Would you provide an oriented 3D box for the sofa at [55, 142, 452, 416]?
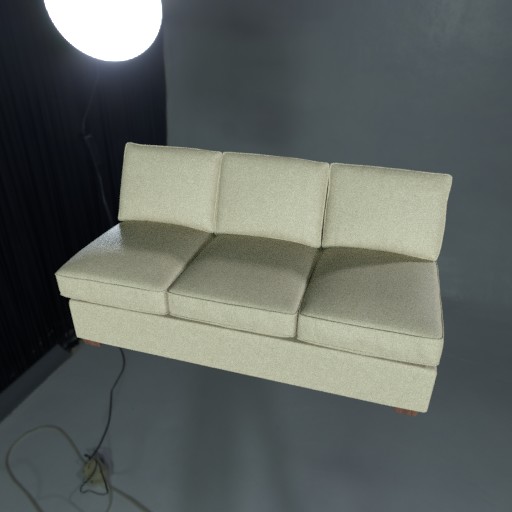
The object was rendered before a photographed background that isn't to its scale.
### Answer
[{"bbox_3d":[0.000,0.000,2.493,1.962,0.973,1.027,8,29,15],"label":"sofa"}]
